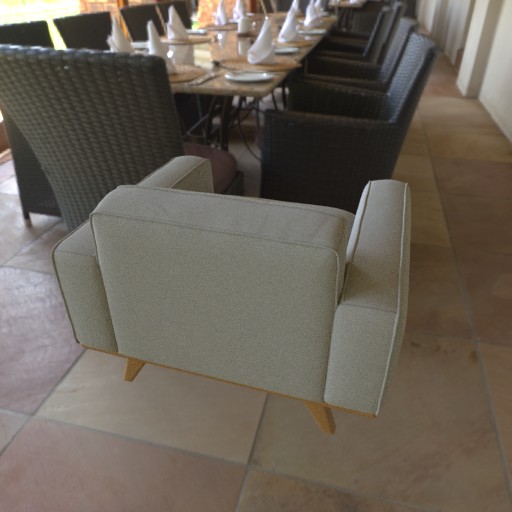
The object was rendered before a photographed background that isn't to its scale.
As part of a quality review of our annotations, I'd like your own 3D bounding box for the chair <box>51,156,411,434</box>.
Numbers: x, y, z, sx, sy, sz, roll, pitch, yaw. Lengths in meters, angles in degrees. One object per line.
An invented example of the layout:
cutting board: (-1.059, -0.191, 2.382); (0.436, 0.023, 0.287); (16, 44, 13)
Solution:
chair: (0.000, 0.000, 1.719); (1.115, 0.779, 0.953); (9, 33, 15)
